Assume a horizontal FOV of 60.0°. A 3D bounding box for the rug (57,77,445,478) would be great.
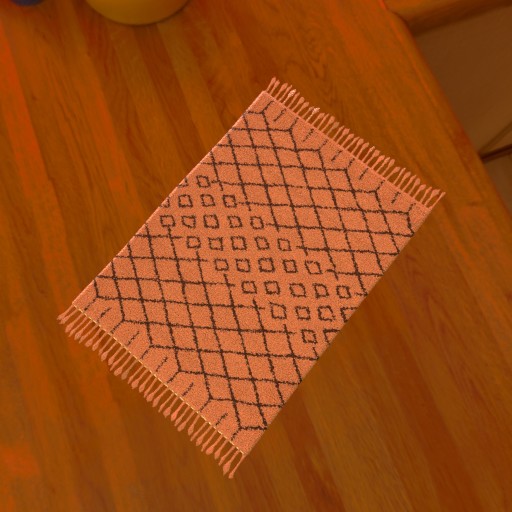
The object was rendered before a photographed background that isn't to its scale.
[{"bbox_3d":[0.000,0.000,3.292,1.664,0.029,2.615,38,80,8],"label":"rug"}]
